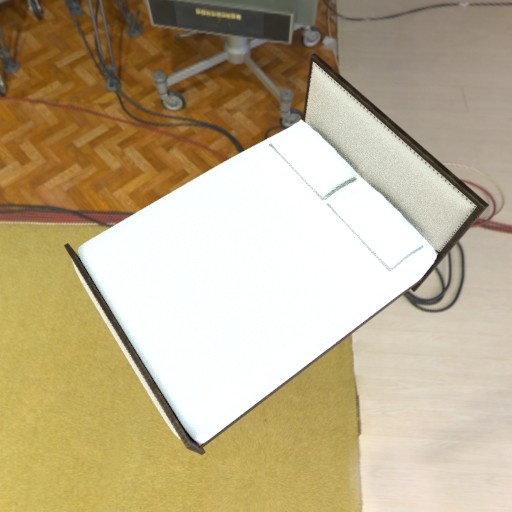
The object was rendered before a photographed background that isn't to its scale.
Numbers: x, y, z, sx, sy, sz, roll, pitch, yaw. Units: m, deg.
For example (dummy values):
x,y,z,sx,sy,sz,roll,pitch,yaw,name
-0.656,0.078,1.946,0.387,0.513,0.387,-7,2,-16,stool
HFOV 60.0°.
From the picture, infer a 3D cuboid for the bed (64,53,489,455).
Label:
x,y,z,sx,sy,sz,roll,pitch,yaw,name
0.000,0.000,3.184,2.221,1.313,1.607,-33,68,-15,bed
